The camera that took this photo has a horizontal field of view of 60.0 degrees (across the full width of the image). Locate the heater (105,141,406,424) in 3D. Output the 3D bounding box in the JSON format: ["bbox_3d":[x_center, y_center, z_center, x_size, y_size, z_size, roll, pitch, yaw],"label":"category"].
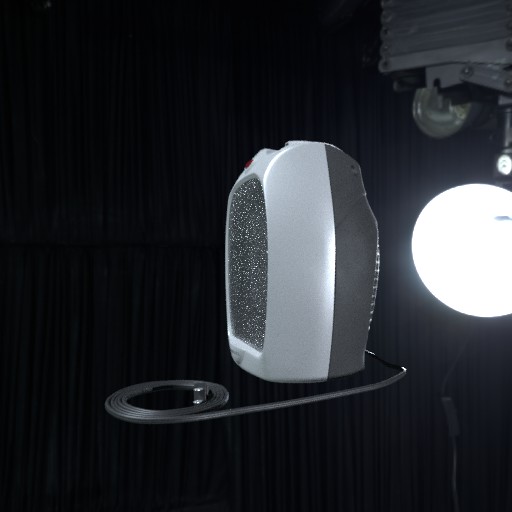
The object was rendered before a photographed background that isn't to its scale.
[{"bbox_3d":[0.000,0.000,0.454,0.291,0.240,0.239,0,0,-18],"label":"heater"}]
